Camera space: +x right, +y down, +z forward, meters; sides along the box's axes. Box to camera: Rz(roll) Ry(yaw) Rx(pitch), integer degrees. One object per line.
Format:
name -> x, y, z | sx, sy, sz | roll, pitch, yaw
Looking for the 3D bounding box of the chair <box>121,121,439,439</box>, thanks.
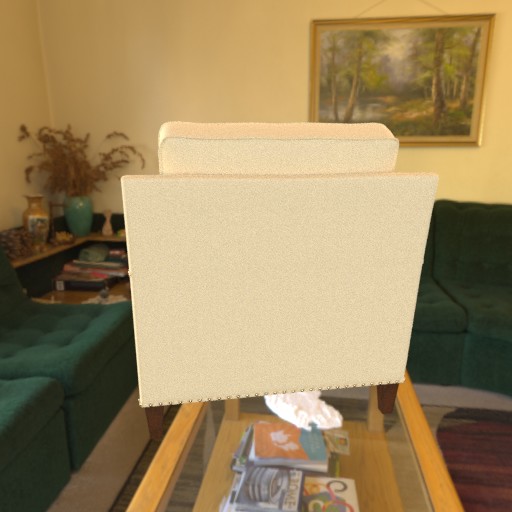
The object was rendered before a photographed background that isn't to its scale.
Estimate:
chair -> 0.000, 0.000, 1.695 | 0.853, 0.943, 1.014 | -2, 14, -10
